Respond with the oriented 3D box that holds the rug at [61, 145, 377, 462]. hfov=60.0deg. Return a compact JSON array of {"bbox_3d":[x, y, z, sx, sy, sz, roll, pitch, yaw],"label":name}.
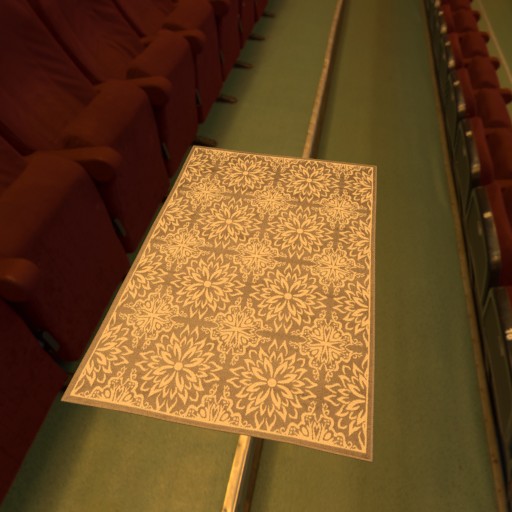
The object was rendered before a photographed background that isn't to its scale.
[{"bbox_3d":[0.000,0.000,2.303,1.224,0.012,1.847,8,47,8],"label":"rug"}]
